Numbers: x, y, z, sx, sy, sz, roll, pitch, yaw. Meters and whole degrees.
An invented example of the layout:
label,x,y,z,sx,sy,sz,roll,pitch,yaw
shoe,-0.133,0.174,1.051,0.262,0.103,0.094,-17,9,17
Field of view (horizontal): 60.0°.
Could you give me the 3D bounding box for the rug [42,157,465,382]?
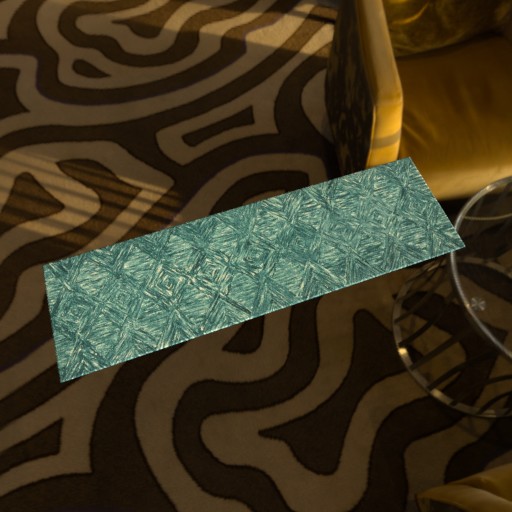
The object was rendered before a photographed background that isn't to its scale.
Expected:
label,x,y,z,sx,sy,sz,roll,pitch,yaw
rug,0.000,0.000,2.496,2.286,0.016,0.676,-17,65,-8
